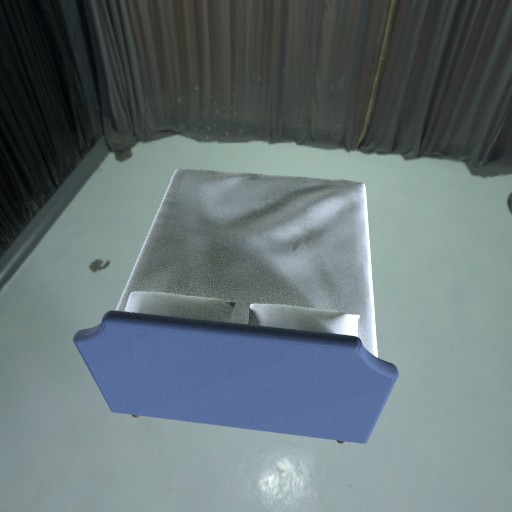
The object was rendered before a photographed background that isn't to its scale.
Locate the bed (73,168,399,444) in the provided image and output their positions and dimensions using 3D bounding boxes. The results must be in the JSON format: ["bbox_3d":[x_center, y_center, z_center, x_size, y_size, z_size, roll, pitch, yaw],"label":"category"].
[{"bbox_3d":[0.000,0.000,4.210,2.350,1.488,2.773,5,47,5],"label":"bed"}]
